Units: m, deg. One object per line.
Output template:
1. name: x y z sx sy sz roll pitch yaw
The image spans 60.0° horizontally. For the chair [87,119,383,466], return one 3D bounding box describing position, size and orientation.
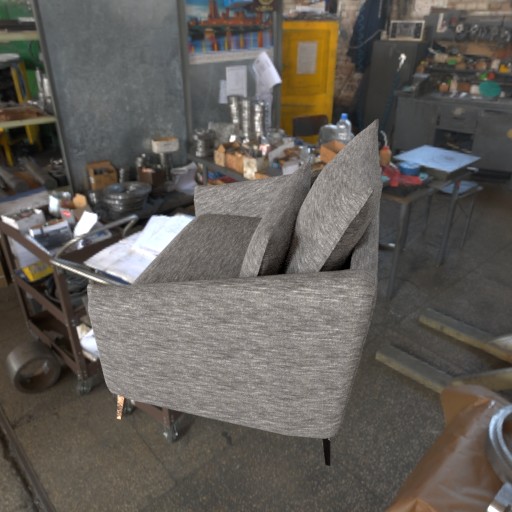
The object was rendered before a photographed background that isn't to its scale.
1. chair: 0.000 0.000 1.584 0.805 0.842 1.004 7 30 13
